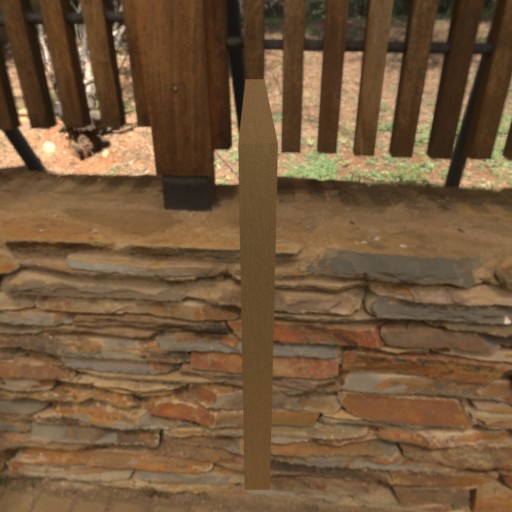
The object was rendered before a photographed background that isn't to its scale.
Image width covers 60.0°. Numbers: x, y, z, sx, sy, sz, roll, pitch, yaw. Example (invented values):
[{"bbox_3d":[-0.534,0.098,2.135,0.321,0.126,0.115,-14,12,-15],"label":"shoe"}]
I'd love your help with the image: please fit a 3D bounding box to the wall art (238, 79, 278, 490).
[{"bbox_3d":[0.000,0.000,0.758,0.037,0.509,0.510,0,28,0],"label":"wall art"}]
